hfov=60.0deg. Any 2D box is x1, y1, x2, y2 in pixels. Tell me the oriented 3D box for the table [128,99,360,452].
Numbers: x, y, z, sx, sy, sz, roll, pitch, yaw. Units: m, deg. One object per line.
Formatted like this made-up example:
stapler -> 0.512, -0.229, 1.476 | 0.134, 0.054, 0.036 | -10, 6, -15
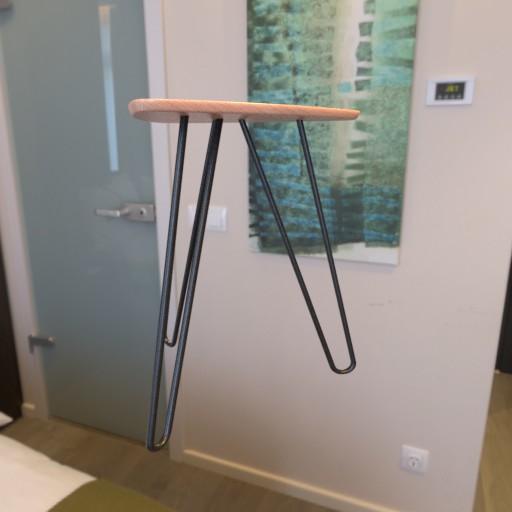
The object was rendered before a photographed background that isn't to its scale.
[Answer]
table -> 0.000, 0.000, 0.902 | 0.455, 0.564, 0.442 | -2, 15, -8
